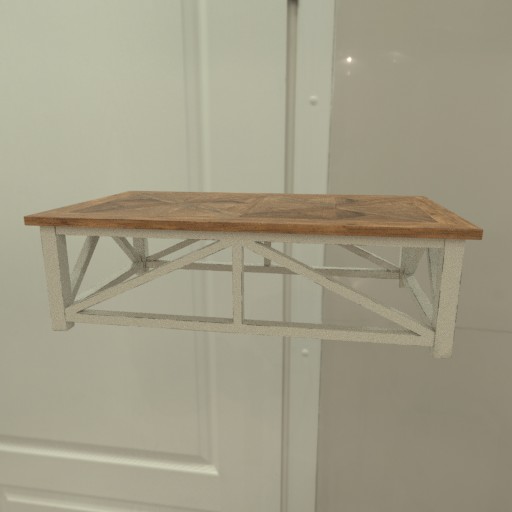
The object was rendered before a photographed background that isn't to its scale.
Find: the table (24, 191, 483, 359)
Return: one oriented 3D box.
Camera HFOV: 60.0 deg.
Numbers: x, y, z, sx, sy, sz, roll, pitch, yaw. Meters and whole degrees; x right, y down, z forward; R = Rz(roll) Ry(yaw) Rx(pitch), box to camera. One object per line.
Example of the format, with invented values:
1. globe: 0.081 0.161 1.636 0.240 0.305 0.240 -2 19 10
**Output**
1. table: 0.000 0.000 1.763 1.400 0.410 0.800 2 15 9
